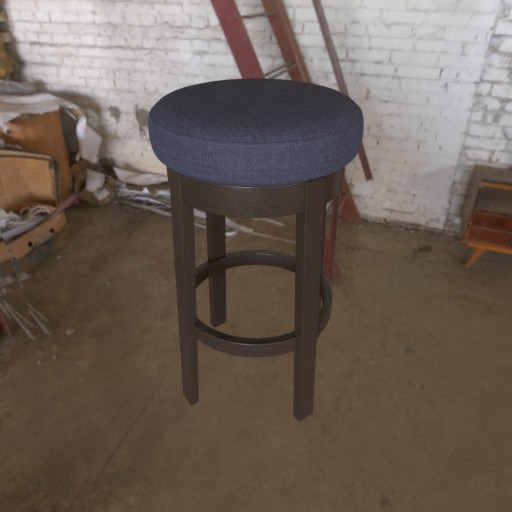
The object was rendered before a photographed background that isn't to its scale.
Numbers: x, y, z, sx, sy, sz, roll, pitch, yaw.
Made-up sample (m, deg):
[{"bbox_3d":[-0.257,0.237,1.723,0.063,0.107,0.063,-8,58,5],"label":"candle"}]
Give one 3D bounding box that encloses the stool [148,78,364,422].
[{"bbox_3d":[0.000,0.000,1.076,0.446,0.758,0.446,0,33,0],"label":"stool"}]
